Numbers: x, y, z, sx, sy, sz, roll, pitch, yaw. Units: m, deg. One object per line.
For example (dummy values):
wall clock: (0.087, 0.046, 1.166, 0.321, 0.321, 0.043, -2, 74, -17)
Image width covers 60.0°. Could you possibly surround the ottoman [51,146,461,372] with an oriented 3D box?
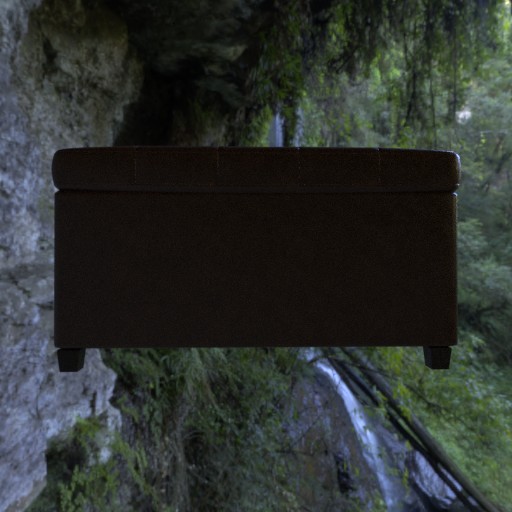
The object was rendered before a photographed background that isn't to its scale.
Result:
ottoman: (0.000, 0.000, 1.105, 0.838, 0.470, 0.432, 0, 0, -2)
